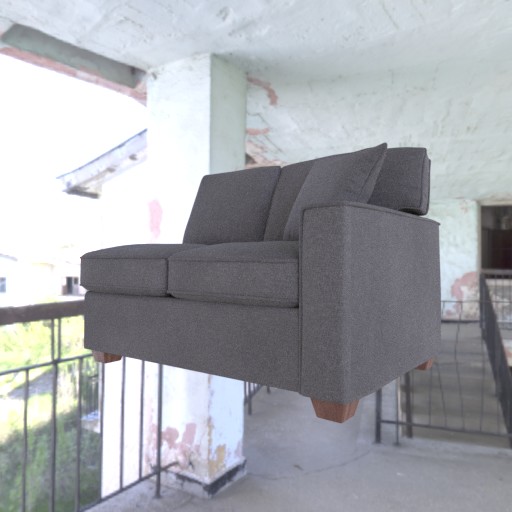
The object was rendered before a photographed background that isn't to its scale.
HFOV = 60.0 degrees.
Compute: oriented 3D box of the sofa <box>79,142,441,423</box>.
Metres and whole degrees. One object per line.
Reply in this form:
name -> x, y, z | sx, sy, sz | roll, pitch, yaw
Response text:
sofa -> 0.000, 0.000, 2.036 | 1.388, 0.989, 0.991 | 0, -1, 38
